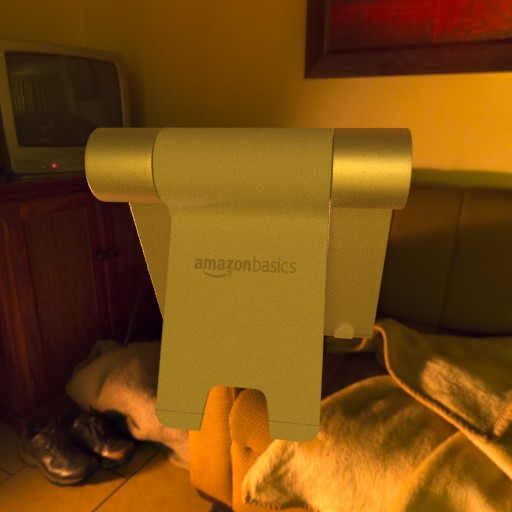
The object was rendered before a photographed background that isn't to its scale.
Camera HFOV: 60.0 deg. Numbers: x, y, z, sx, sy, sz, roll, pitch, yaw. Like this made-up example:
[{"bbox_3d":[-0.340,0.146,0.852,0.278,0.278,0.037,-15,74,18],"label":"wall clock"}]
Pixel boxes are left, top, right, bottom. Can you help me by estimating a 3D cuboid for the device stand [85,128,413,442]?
[{"bbox_3d":[0.000,0.000,0.150,0.086,0.084,0.079,3,16,9],"label":"device stand"}]
